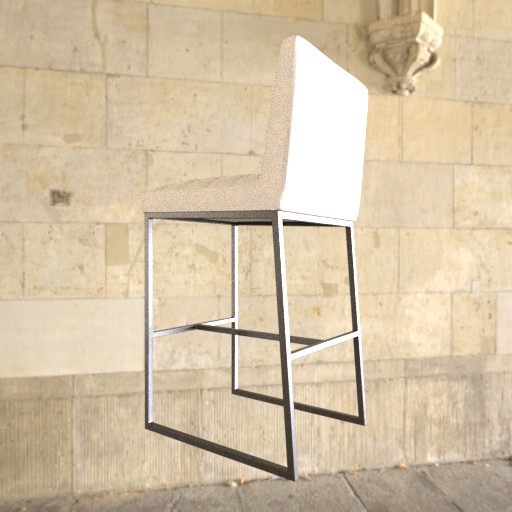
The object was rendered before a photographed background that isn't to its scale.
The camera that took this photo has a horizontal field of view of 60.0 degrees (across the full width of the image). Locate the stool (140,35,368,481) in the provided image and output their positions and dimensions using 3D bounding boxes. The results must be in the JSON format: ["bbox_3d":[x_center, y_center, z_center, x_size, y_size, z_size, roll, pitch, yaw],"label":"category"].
[{"bbox_3d":[0.000,0.000,1.379,0.573,1.061,0.464,0,0,36],"label":"stool"}]
